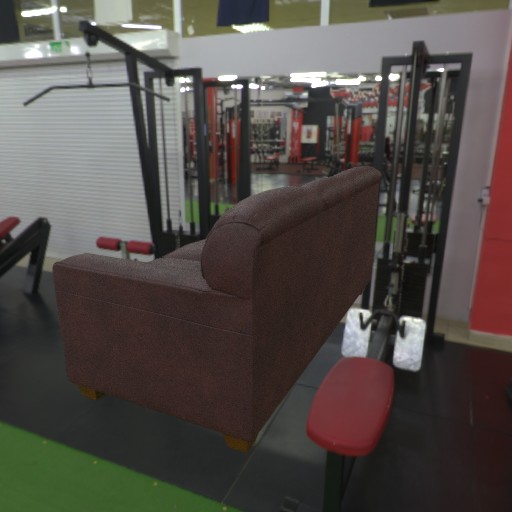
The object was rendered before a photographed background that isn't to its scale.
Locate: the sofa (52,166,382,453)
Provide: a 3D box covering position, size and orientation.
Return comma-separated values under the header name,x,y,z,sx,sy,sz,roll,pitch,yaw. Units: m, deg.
name,x,y,z,sx,sy,sz,roll,pitch,yaw
sofa,0.000,0.000,2.558,1.008,0.953,2.039,8,18,25
